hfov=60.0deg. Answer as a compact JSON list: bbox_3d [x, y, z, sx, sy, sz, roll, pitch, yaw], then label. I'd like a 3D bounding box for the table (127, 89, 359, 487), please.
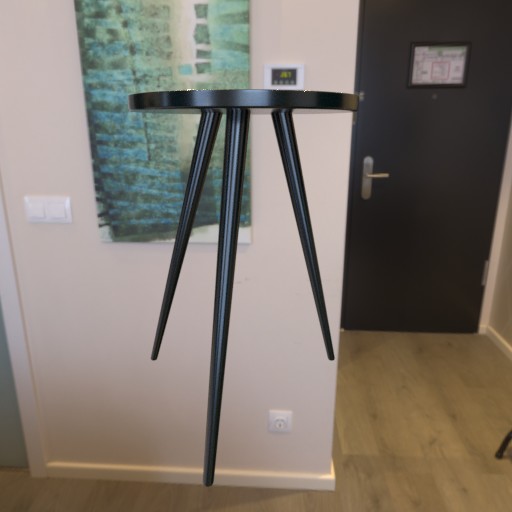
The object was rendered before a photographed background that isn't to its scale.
[{"bbox_3d":[0.000,0.000,0.816,0.415,0.548,0.403,-8,18,-26],"label":"table"}]
